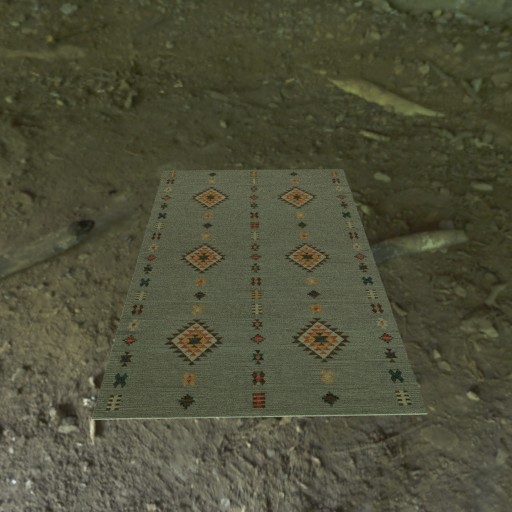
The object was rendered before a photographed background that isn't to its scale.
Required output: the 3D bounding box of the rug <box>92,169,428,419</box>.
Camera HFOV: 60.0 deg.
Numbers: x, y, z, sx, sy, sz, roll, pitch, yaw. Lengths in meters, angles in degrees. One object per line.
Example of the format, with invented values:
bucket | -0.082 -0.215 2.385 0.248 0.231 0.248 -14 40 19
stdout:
rug | 0.000 0.000 2.302 1.217 0.005 1.818 -1 40 -1
